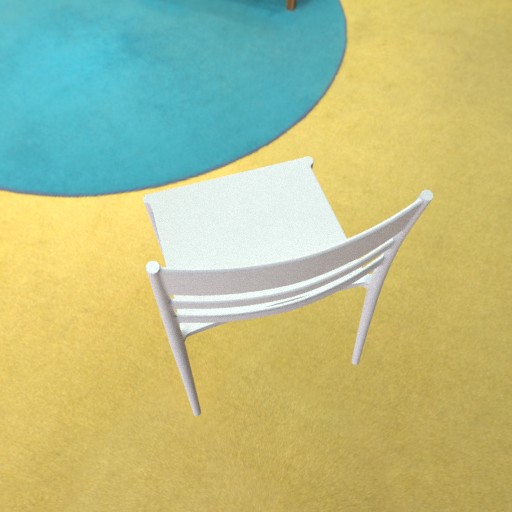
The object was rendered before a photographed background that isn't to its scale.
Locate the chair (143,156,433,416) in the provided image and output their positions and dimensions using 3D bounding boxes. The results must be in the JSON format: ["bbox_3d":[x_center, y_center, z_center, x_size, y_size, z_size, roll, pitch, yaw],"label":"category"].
[{"bbox_3d":[0.000,0.000,1.126,0.531,0.800,0.511,-15,59,-9],"label":"chair"}]
